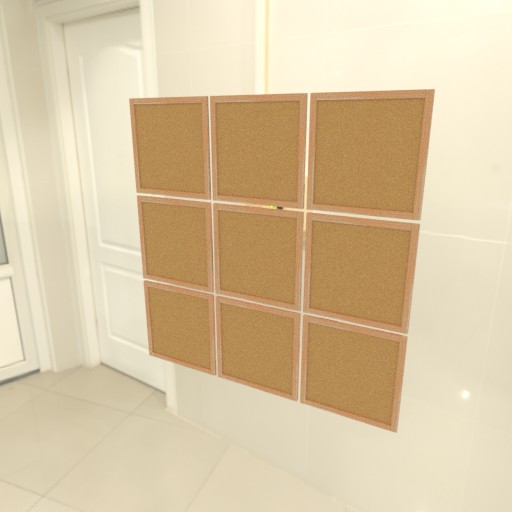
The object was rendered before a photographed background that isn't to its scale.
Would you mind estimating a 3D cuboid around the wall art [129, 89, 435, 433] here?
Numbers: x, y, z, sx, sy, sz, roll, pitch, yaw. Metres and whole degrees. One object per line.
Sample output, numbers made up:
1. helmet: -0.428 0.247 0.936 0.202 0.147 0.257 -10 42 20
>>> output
1. wall art: 0.000 0.000 1.780 1.216 1.220 0.013 9 19 27
